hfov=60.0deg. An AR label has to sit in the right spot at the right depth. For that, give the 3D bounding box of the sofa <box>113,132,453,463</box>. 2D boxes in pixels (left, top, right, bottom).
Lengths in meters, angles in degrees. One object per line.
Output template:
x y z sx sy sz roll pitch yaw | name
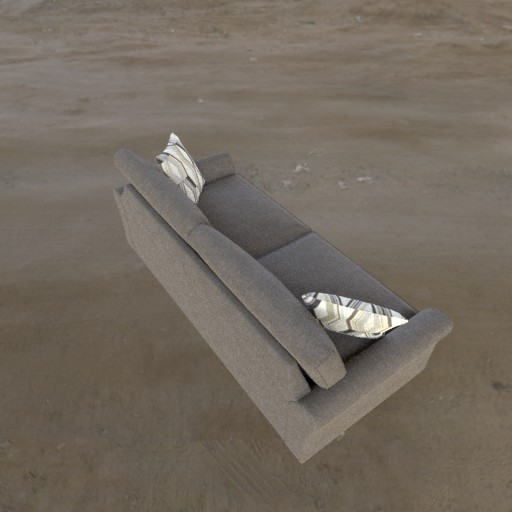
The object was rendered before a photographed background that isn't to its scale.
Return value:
0.000 0.000 2.570 0.889 0.813 2.032 -26 48 -26 | sofa
